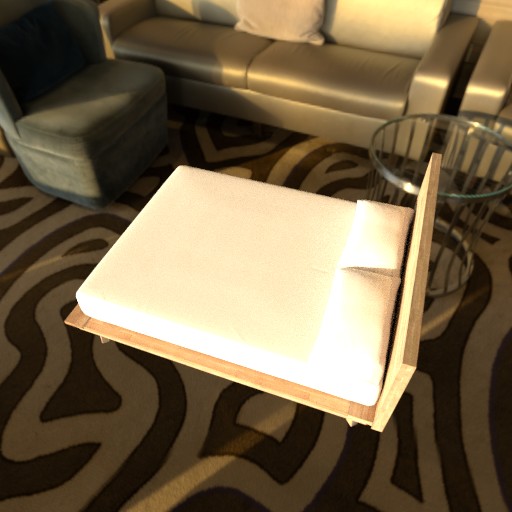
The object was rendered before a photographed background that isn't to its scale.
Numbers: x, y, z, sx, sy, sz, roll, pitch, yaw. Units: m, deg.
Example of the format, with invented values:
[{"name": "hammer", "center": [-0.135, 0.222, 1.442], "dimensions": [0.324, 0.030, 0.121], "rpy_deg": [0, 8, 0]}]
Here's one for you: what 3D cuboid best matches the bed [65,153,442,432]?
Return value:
[{"name": "bed", "center": [0.000, 0.000, 3.159], "dimensions": [2.145, 1.071, 1.759], "rpy_deg": [15, 48, 13]}]
